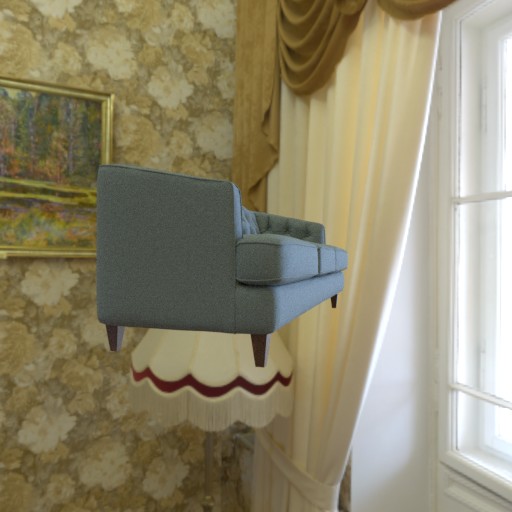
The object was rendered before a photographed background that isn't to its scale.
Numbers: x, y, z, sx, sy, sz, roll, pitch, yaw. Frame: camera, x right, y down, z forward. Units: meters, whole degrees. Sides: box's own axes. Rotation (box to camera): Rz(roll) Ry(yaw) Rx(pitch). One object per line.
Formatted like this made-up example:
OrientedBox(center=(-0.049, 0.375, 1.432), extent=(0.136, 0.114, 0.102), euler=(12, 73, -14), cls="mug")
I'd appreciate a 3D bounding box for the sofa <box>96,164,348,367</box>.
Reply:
OrientedBox(center=(0.000, 0.000, 2.804), extent=(0.941, 0.855, 2.278), euler=(0, 0, 18), cls="sofa")
